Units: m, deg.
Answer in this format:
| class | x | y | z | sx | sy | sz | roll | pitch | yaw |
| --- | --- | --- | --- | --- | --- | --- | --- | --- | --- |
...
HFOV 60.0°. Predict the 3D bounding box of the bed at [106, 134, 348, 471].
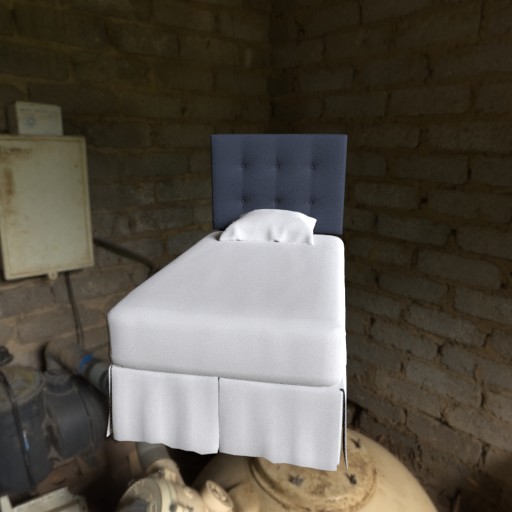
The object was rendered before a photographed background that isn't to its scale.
| class | x | y | z | sx | sy | sz | roll | pitch | yaw |
| --- | --- | --- | --- | --- | --- | --- | --- | --- | --- |
| bed | 0.000 | 0.000 | 2.952 | 1.261 | 1.571 | 1.997 | 3 | 15 | 10 |
